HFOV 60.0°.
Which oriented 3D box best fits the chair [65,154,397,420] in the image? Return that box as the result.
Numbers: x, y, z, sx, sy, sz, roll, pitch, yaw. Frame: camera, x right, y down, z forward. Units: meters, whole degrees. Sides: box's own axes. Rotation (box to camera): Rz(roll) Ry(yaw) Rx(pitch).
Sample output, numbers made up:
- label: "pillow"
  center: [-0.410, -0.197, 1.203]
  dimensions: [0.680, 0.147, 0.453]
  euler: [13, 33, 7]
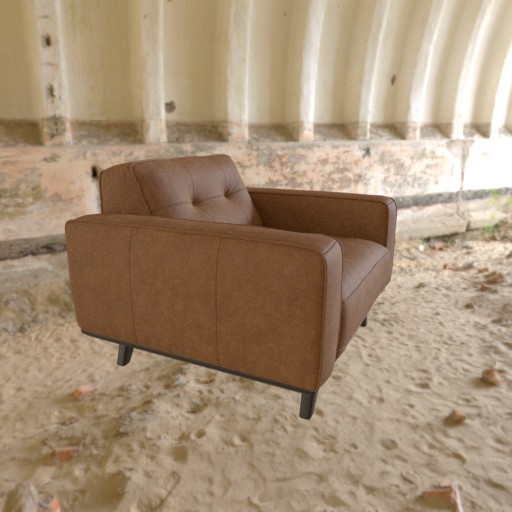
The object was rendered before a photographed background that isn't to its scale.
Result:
- label: "chair"
  center: [0.000, 0.000, 1.808]
  dimensions: [0.952, 0.782, 1.118]
  euler: [7, 17, 25]
